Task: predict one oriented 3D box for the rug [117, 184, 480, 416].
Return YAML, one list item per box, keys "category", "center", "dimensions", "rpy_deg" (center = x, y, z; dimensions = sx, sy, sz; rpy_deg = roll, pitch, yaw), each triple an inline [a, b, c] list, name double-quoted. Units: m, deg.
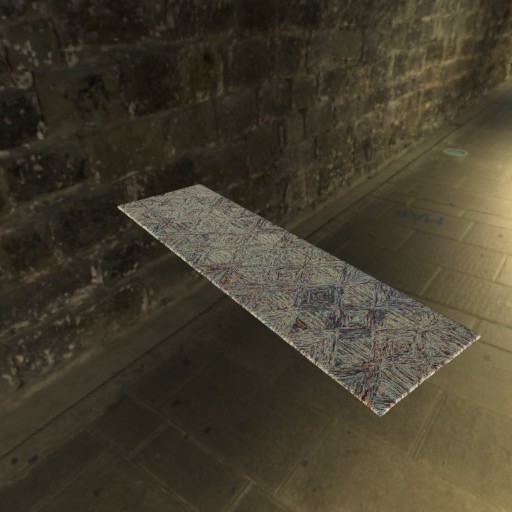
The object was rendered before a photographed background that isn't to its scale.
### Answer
- category: "rug"
  center: [0.000, 0.000, 2.515]
  dimensions: [0.688, 0.015, 2.292]
  rpy_deg: [-22, 37, -32]
